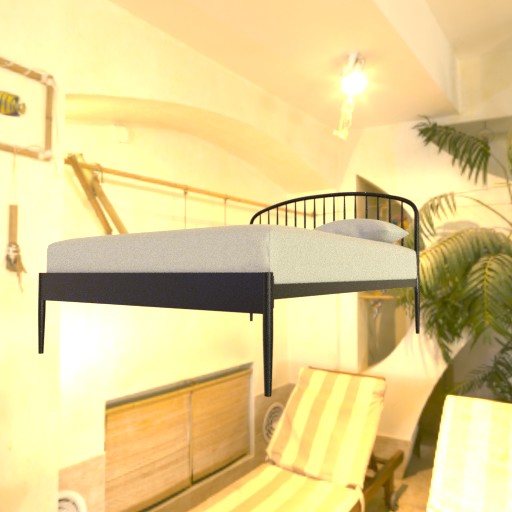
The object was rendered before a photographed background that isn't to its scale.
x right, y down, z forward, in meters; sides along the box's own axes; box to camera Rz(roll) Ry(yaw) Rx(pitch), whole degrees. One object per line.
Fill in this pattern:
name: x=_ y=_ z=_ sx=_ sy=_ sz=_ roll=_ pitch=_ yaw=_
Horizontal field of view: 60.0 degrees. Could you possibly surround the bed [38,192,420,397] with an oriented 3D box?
bed: x=0.000 y=0.000 z=3.020 sx=1.618 sy=1.166 sz=2.159 roll=-2 pitch=-3 yaw=35
